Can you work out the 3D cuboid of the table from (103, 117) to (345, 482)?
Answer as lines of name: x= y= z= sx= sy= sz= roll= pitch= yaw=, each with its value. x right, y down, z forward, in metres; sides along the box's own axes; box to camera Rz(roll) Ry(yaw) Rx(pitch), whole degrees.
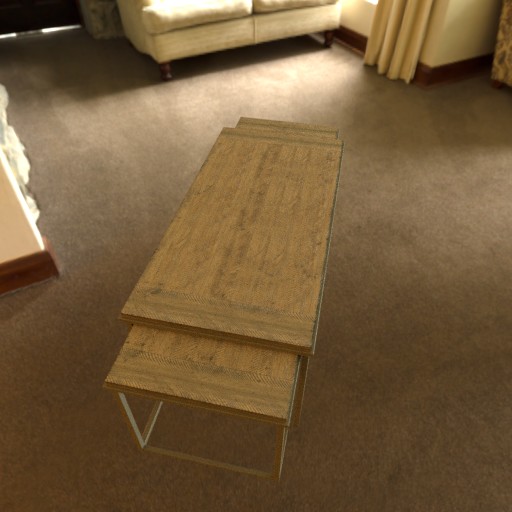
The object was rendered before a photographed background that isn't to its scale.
table: x=0.000 y=0.000 z=1.552 sx=0.489 sy=0.427 sz=1.312 roll=9 pitch=45 yaw=9
